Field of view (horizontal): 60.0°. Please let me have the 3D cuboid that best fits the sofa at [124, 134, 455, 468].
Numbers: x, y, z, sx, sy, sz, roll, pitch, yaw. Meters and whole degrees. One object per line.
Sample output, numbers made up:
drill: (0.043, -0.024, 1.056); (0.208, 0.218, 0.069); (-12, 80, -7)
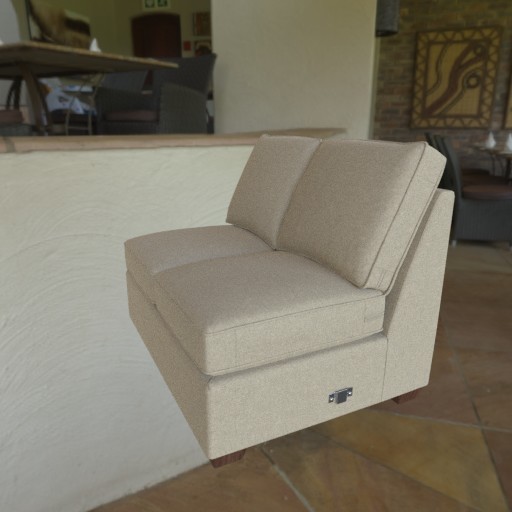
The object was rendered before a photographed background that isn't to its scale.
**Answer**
sofa: (0.000, 0.000, 1.955); (0.951, 1.008, 1.237); (-8, 19, -25)
